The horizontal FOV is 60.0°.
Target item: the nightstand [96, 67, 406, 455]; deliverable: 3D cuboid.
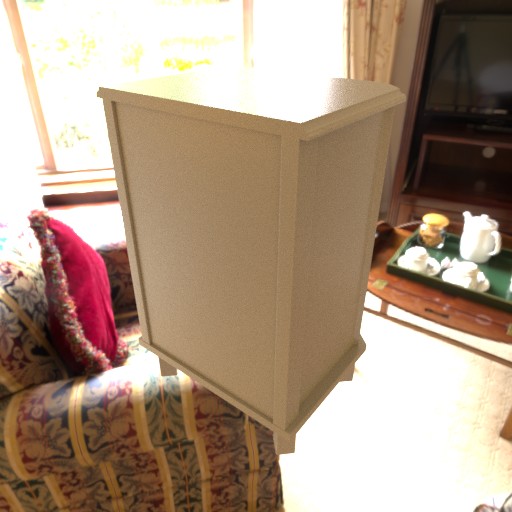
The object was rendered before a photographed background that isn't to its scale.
[{"bbox_3d":[0.000,0.000,0.935,0.435,0.680,0.348,22,37,32],"label":"nightstand"}]
